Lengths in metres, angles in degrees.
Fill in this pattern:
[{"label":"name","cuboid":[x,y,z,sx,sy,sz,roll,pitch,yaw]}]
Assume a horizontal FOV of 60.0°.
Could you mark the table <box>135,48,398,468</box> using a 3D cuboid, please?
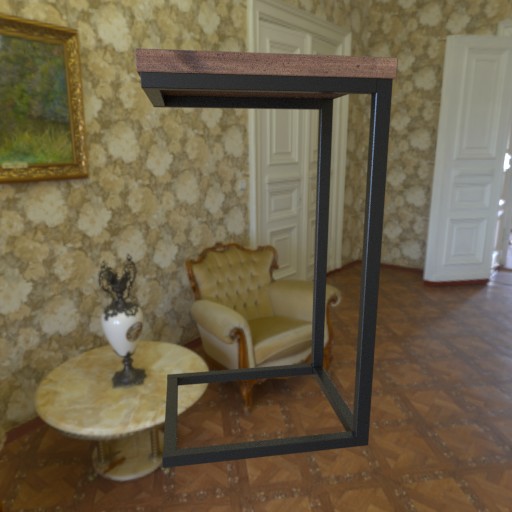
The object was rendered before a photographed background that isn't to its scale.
[{"label":"table","cuboid":[0.000,0.000,0.920,0.414,0.718,0.323,-2,14,-9]}]
